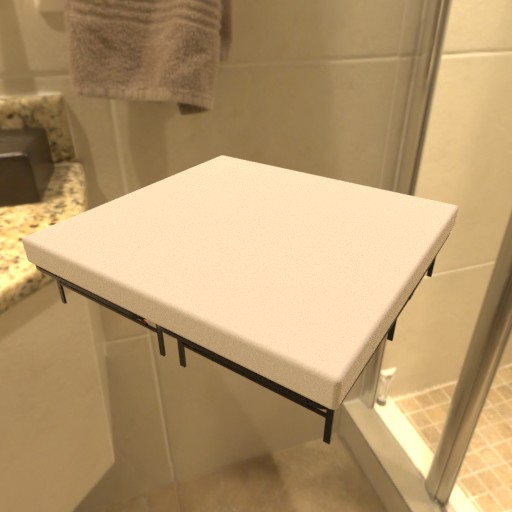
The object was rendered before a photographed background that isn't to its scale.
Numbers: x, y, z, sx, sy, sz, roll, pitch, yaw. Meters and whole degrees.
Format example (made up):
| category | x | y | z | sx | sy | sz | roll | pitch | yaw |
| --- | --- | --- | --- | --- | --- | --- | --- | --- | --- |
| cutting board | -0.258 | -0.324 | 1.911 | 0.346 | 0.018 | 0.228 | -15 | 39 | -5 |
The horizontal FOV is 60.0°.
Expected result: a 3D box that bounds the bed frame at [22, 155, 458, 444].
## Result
| category | x | y | z | sx | sy | sz | roll | pitch | yaw |
| --- | --- | --- | --- | --- | --- | --- | --- | --- | --- |
| bed frame | 0.000 | 0.000 | 2.926 | 2.033 | 0.525 | 1.935 | 19 | 35 | 29 |
